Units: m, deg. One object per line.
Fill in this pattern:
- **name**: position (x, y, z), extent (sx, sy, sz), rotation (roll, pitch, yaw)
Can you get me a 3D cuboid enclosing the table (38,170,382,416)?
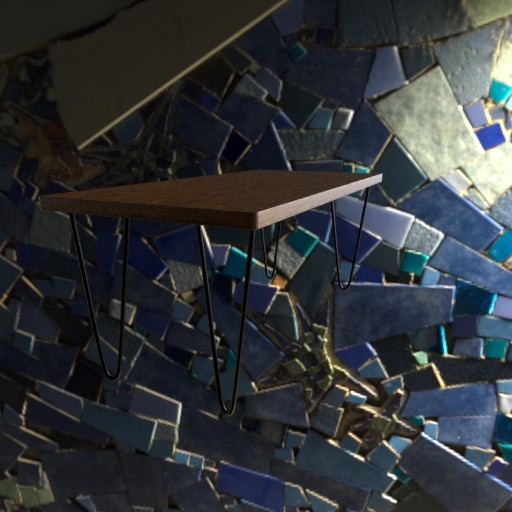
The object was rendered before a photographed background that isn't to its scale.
- **table**: position (0.000, 0.000, 2.272), extent (0.883, 0.753, 1.791), rotation (7, 16, 25)
